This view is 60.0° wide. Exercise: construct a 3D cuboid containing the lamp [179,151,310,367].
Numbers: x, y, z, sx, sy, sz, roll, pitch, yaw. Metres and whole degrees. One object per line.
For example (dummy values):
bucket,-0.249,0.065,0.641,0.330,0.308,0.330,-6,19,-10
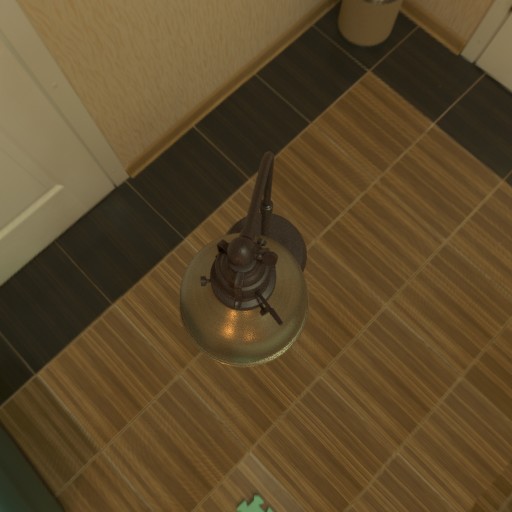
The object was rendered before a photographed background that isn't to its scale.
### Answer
lamp,0.000,0.000,0.602,0.175,0.469,0.298,16,76,4
